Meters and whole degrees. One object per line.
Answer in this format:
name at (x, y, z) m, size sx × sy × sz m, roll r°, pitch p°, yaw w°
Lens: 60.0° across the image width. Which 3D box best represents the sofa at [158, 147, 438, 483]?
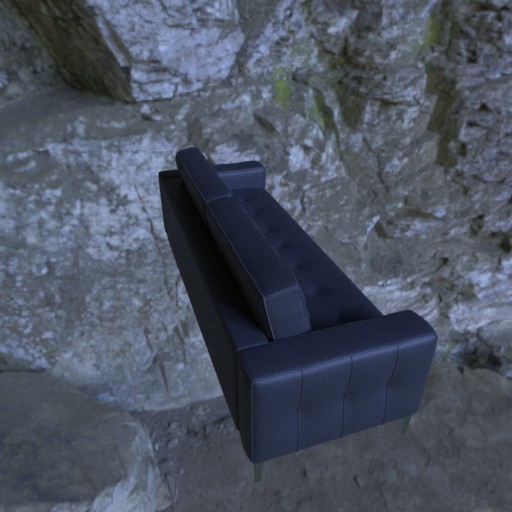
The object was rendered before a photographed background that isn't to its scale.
sofa at (0.000, 0.000, 2.679) m, size 0.833 × 0.893 × 2.275 m, roll -10°, pitch 33°, yaw -16°
